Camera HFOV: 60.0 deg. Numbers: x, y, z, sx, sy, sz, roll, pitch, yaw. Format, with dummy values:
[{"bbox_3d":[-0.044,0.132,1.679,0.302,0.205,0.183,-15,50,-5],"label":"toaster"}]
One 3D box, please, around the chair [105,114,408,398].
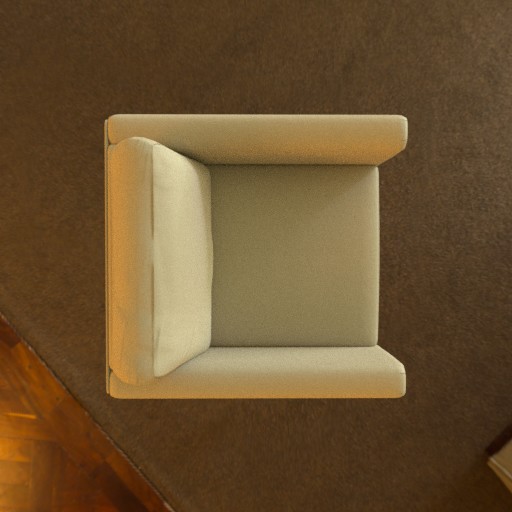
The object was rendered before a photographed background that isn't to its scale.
[{"bbox_3d":[0.000,0.000,1.634,0.959,0.838,0.914,0,91,0],"label":"chair"}]
